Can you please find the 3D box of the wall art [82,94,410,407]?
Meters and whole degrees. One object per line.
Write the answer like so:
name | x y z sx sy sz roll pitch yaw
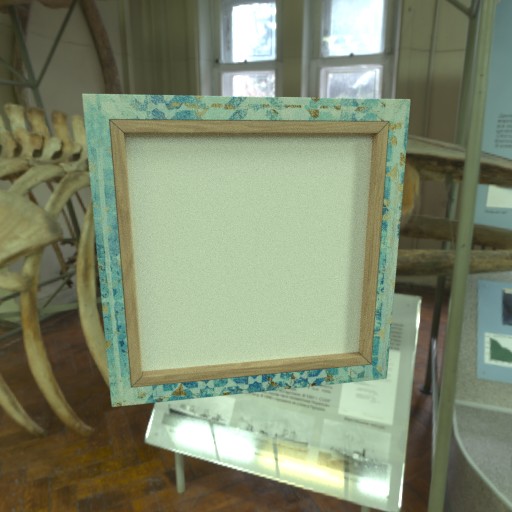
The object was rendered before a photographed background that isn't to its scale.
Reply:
wall art | 0.000 0.000 1.354 0.916 0.916 0.040 -3 15 -10
